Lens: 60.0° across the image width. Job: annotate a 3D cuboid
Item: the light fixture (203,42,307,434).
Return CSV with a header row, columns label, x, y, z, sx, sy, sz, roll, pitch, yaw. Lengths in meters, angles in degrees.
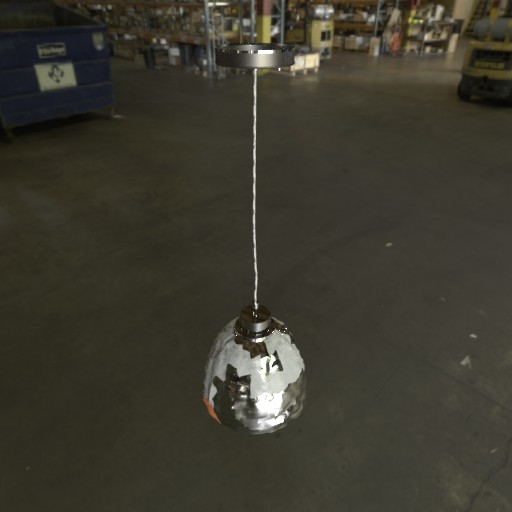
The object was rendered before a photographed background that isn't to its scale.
label,x,y,z,sx,sy,sz,roll,pitch,yaw
light fixture,0.000,0.000,1.760,0.496,1.511,0.500,19,35,29
